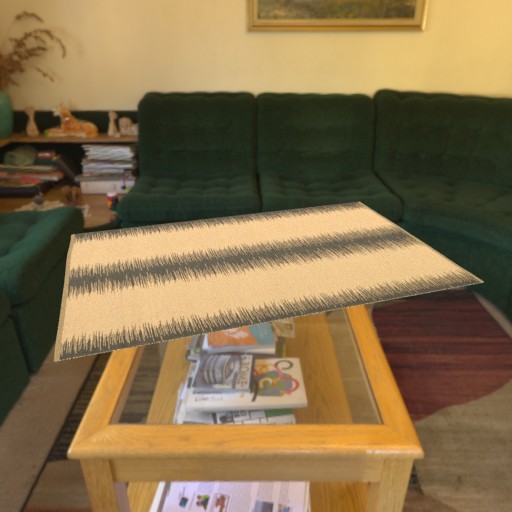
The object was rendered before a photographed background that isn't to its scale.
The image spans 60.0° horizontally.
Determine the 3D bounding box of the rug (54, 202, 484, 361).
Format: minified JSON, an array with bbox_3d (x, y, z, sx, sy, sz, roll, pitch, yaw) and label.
[{"bbox_3d":[0.000,0.000,3.023,2.453,0.003,1.519,-8,28,-16],"label":"rug"}]
